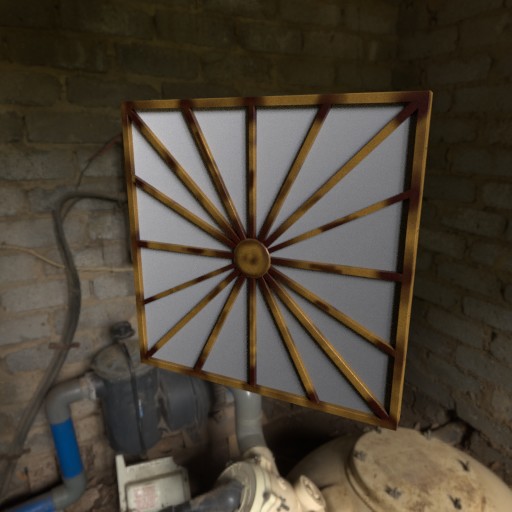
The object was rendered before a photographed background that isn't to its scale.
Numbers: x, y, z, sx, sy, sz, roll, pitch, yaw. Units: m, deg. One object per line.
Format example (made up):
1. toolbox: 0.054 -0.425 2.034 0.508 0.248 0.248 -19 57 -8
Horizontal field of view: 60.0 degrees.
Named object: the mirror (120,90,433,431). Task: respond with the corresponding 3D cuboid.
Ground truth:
1. mirror: 0.000 0.000 0.752 0.509 0.507 0.042 7 17 24
